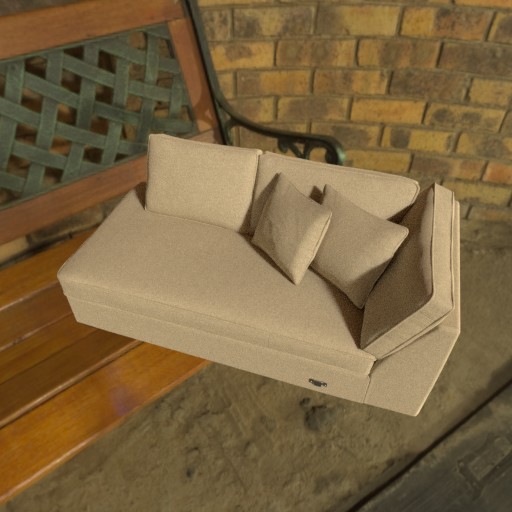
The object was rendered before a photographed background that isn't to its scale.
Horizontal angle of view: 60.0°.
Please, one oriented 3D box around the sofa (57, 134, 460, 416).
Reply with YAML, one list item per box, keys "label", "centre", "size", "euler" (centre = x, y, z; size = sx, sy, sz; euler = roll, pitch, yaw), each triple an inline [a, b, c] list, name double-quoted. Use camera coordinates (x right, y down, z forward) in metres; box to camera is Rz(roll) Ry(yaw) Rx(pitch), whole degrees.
- label: "sofa"
  centre: [0.000, 0.000, 2.760]
  size: [2.237, 1.033, 1.110]
  euler: [13, 44, 13]
